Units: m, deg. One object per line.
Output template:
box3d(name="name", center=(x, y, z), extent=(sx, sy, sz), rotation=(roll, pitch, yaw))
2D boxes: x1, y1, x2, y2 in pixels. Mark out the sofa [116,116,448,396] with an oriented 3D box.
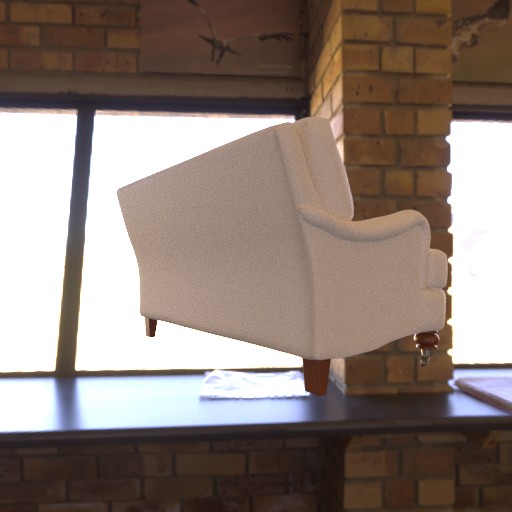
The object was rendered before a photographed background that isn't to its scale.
box3d(name="sofa", center=(0.000, 0.000, 2.593), extent=(1.084, 1.101, 1.853), rotation=(1, -1, -36))
